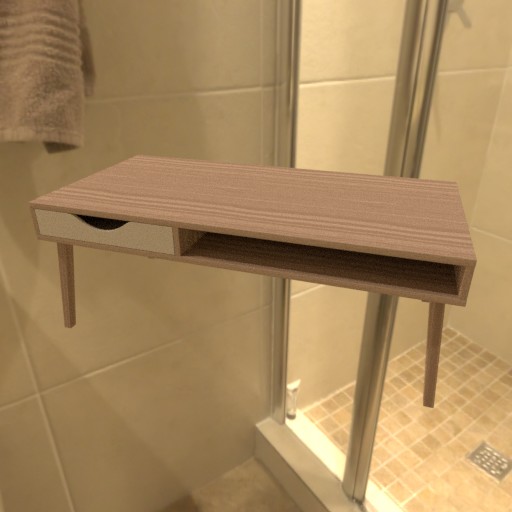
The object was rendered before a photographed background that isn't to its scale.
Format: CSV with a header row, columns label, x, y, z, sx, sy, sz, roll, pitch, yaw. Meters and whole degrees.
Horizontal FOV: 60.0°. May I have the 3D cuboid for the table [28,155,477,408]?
label,x,y,z,sx,sy,sz,roll,pitch,yaw
table,0.000,0.000,1.478,1.200,0.450,0.600,8,28,16
